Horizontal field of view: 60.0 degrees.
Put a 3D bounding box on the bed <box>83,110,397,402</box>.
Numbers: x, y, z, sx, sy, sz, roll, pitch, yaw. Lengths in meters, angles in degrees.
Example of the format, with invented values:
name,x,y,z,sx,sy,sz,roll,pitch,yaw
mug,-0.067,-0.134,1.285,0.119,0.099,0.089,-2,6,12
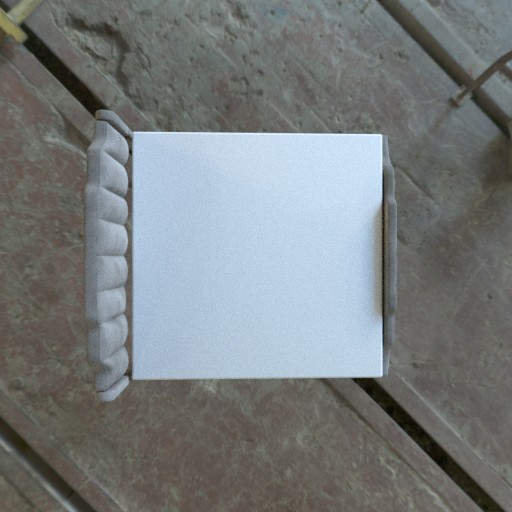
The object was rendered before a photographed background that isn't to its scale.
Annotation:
name,x,y,z,sx,sy,sz,roll,pitch,yaw
bed,0.000,0.000,3.584,2.340,1.245,2.074,0,90,-2
